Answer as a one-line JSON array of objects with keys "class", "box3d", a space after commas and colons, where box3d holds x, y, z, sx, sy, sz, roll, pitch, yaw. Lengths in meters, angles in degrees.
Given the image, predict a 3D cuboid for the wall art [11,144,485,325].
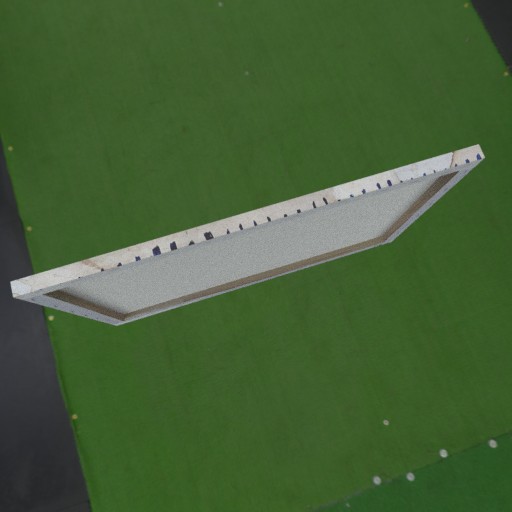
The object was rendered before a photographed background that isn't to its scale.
[{"class": "wall art", "box3d": [0.000, 0.000, 1.398, 1.143, 0.757, 0.038, -17, 77, -4]}]
